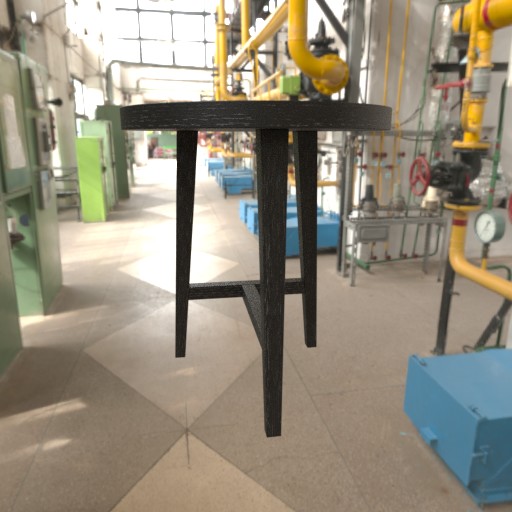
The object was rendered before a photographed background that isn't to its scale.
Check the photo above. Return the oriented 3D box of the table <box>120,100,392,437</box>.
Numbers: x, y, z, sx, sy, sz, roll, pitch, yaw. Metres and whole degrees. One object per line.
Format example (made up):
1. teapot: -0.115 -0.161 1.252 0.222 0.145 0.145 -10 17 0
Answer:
1. table: 0.000 0.000 0.736 0.399 0.460 0.399 0 15 0
